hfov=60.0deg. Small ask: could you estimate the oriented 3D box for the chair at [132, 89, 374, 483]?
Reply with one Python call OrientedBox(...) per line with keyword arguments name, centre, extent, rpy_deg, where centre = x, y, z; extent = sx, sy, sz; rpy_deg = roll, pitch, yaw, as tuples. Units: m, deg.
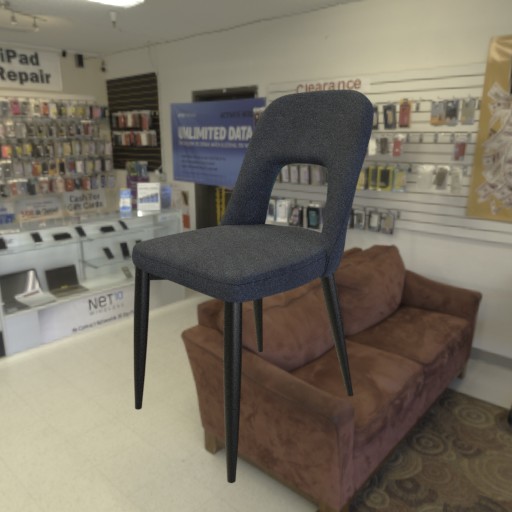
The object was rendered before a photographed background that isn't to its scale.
OrientedBox(name="chair", centre=(0.000, 0.000, 1.279), extent=(0.470, 0.931, 0.612), rpy_deg=(15, 21, 43))
